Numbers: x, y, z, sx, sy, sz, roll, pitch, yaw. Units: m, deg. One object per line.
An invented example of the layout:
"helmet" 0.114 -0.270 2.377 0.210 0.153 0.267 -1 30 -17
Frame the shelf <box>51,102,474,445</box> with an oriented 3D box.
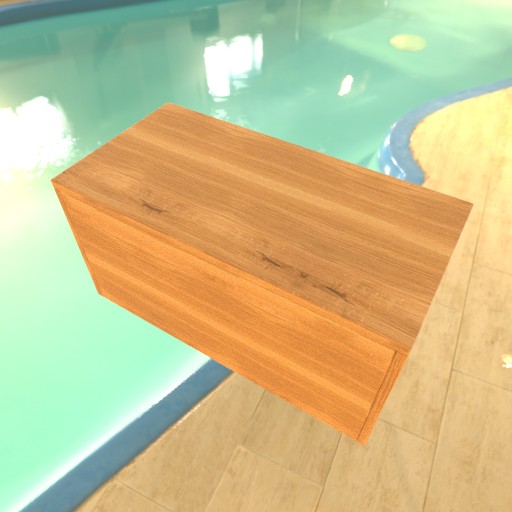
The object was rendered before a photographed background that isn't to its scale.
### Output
"shelf" 0.000 0.000 1.077 0.800 0.400 0.400 24 52 21
